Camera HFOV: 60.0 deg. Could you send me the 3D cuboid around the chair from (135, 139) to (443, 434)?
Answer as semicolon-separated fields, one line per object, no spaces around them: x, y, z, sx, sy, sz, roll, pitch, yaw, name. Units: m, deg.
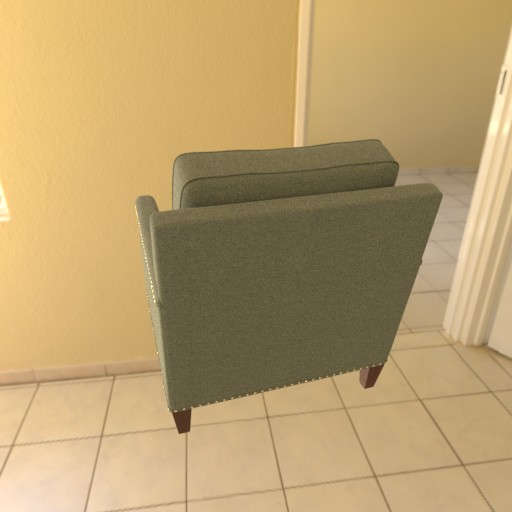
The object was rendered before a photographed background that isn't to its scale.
0.000;0.000;1.817;0.885;1.031;1.031;-8;28;-16;chair
